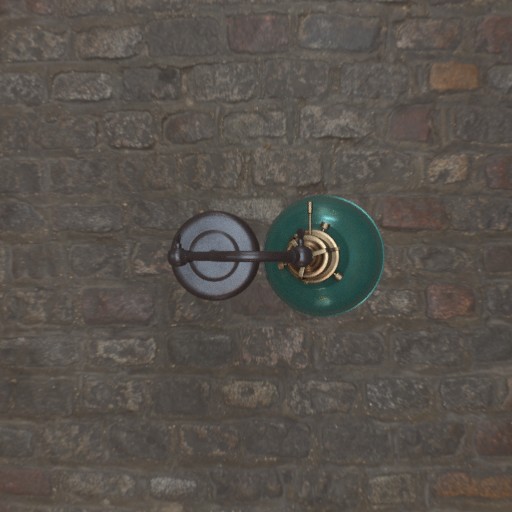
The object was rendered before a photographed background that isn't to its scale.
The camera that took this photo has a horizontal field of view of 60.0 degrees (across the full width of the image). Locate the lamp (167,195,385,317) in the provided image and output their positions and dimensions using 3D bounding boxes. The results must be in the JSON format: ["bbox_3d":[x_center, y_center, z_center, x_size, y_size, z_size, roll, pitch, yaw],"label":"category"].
[{"bbox_3d":[0.000,0.000,0.688,0.374,0.508,0.192,0,90,1],"label":"lamp"}]
